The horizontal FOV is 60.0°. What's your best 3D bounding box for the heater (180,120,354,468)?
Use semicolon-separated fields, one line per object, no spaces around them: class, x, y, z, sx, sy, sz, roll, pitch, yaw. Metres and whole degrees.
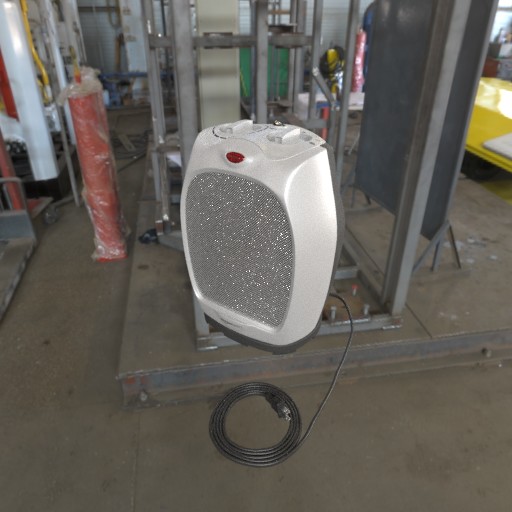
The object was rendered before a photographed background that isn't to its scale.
heater;0.000;0.000;0.485;0.239;0.255;0.291;20;36;30
